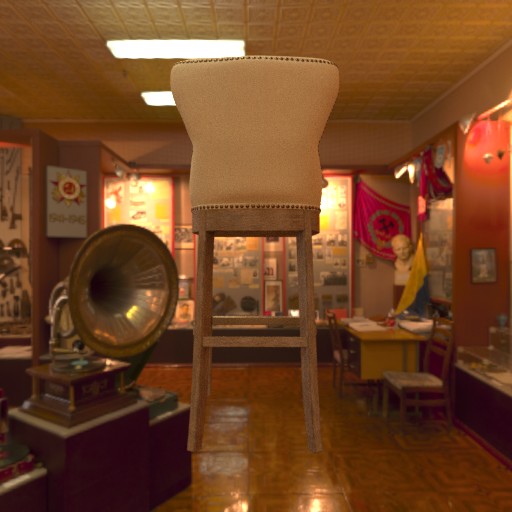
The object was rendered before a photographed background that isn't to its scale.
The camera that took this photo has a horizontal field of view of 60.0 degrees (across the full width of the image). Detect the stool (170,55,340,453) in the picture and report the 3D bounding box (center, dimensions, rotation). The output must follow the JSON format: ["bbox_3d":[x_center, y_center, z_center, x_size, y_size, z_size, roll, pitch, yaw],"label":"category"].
[{"bbox_3d":[0.000,0.000,1.489,0.494,1.123,0.606,0,0,1],"label":"stool"}]
